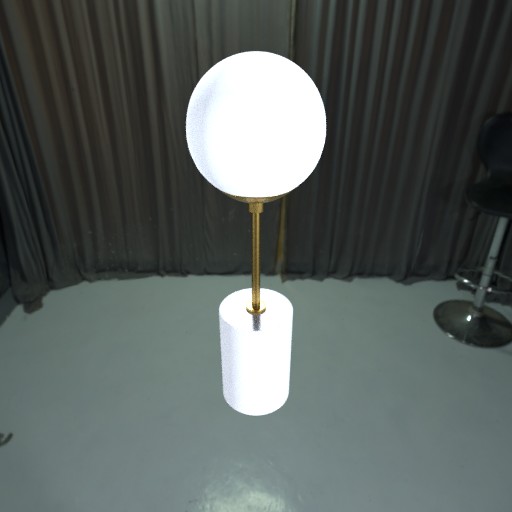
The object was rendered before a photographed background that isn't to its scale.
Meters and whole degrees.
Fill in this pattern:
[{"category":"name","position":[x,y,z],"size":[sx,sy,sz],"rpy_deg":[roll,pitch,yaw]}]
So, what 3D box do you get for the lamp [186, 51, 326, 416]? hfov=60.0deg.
[{"category":"lamp","position":[0.000,0.000,0.571],"size":[0.153,0.480,0.153],"rpy_deg":[0,30,0]}]
